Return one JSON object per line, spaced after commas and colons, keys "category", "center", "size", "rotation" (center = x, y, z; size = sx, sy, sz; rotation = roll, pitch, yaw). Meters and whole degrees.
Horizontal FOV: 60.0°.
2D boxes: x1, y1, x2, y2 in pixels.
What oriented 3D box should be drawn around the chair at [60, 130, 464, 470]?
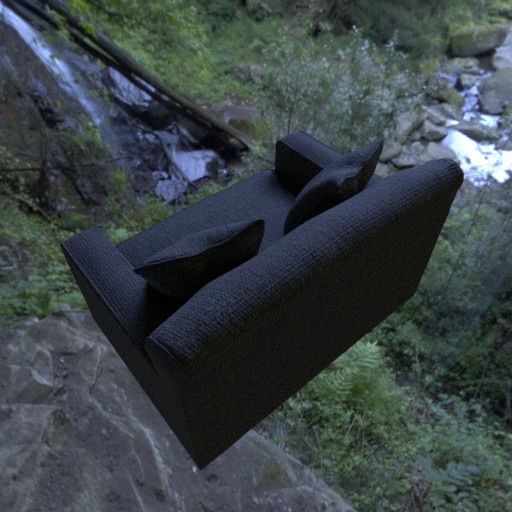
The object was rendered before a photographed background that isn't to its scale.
{"category": "chair", "center": [0.000, 0.000, 2.005], "size": [1.383, 0.948, 1.000], "rotation": [-31, 54, -26]}
